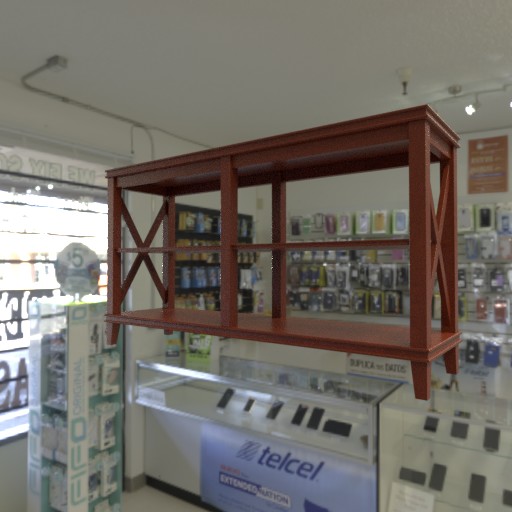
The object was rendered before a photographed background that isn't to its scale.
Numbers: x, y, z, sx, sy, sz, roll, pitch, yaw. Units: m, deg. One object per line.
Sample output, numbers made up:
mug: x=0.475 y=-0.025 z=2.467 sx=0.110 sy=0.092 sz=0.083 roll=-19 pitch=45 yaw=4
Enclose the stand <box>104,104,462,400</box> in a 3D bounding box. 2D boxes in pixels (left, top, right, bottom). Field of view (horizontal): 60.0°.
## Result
stand: x=0.000 y=0.000 z=1.688 sx=1.372 sy=0.762 sz=0.381 roll=-1 pitch=-1 yaw=36
